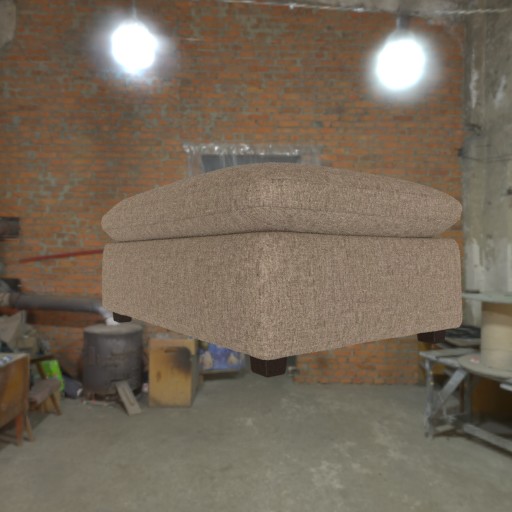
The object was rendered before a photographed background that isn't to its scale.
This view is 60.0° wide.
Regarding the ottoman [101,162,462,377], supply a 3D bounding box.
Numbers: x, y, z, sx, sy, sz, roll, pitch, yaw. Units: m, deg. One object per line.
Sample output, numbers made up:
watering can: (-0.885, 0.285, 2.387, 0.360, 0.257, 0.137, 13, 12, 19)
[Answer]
ottoman: (0.000, 0.000, 1.345, 0.694, 0.451, 0.977, 0, 0, -36)
